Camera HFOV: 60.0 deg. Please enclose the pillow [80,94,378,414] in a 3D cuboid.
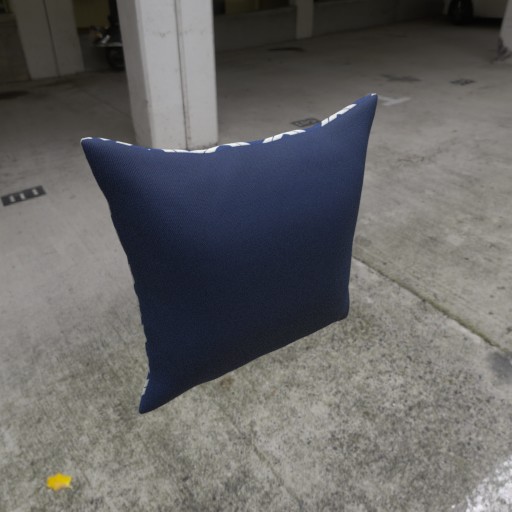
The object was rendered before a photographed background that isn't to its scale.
[{"bbox_3d":[0.000,0.000,0.776,0.504,0.494,0.188,-19,36,-28],"label":"pillow"}]
